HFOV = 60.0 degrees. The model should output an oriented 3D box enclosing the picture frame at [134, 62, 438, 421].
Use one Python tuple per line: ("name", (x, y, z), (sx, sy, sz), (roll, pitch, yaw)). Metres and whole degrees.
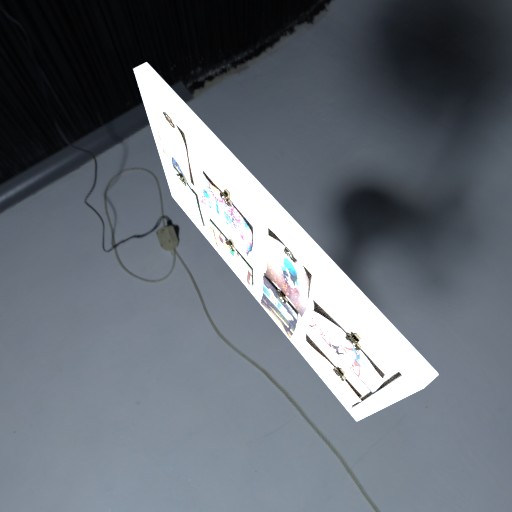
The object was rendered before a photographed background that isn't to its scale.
("picture frame", (0.000, 0.000, 0.791), (0.044, 0.379, 0.647), (-35, 69, -15))
